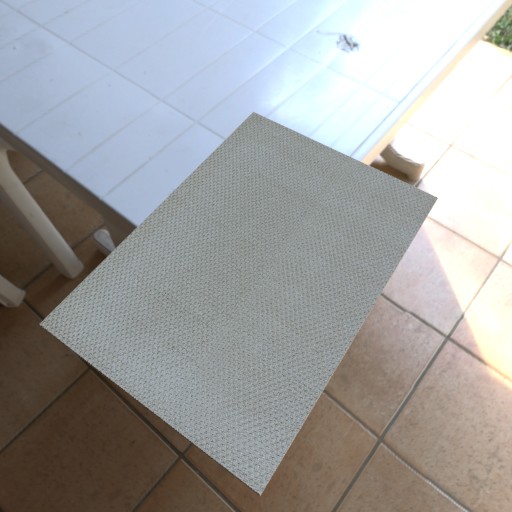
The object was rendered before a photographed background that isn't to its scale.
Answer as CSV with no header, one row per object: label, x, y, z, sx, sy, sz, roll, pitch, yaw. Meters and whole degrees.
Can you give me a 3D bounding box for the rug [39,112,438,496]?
rug,0.000,0.000,2.746,1.509,0.013,2.144,30,63,17
